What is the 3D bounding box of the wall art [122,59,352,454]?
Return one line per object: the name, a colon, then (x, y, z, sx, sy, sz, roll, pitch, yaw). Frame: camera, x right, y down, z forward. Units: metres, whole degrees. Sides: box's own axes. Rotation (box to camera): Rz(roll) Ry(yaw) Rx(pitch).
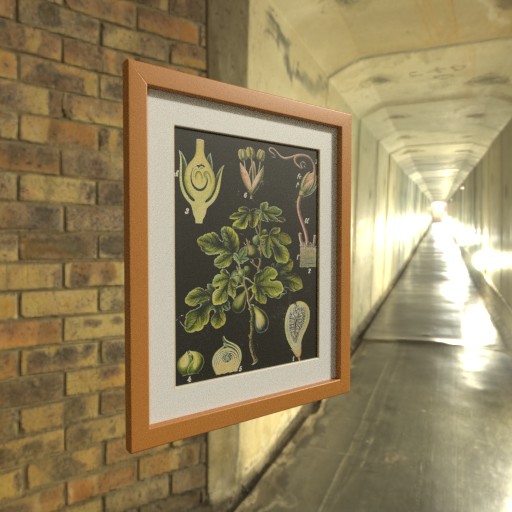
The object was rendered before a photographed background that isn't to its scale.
wall art: (0.000, 0.000, 0.519, 0.310, 0.379, 0.015, -1, 2, -36)
